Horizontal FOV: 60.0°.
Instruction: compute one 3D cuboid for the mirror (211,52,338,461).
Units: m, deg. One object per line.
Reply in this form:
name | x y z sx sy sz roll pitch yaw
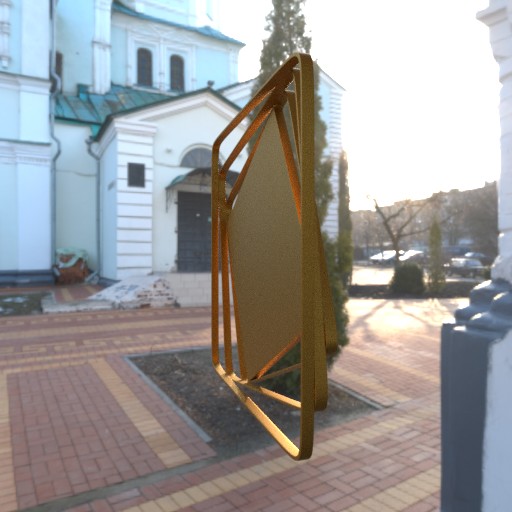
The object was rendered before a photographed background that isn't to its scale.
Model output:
mirror | 0.000 0.000 0.704 0.045 0.468 0.470 0 0 -18
